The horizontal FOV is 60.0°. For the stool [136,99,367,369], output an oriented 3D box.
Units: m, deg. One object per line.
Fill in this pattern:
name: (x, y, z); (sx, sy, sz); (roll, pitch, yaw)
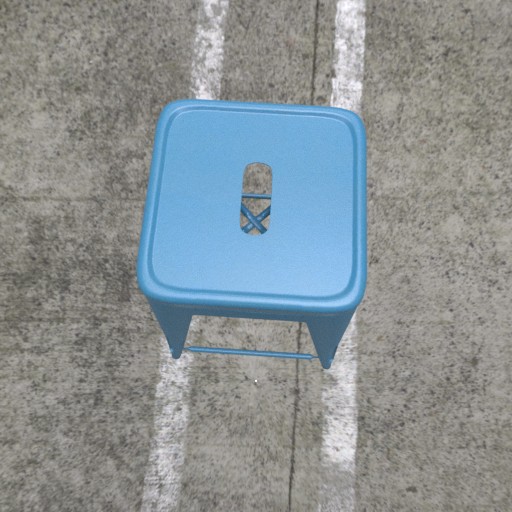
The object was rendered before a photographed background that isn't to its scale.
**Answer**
stool: (0.000, 0.000, 0.904); (0.410, 0.608, 0.410); (4, 74, 1)
